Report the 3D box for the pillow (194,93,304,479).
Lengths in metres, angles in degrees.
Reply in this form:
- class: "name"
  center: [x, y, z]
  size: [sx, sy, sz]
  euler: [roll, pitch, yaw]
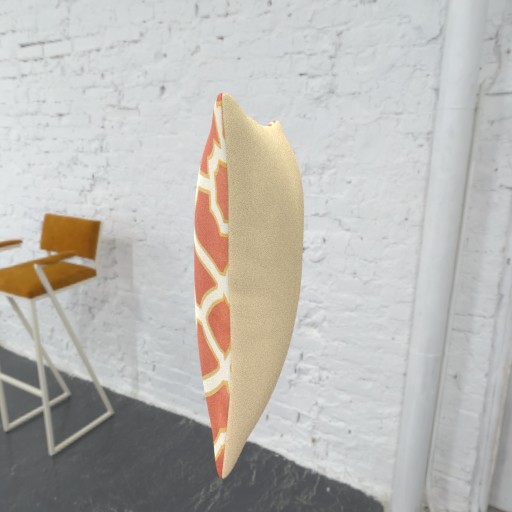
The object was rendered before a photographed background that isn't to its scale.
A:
- class: "pillow"
  center: [0.000, 0.000, 0.816]
  size: [0.166, 0.508, 0.552]
  euler: [2, 14, 9]
